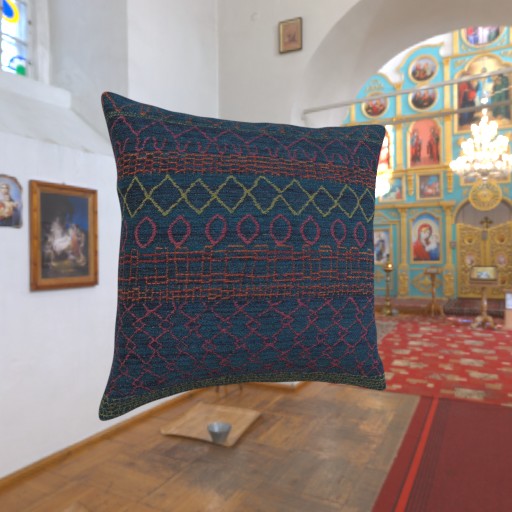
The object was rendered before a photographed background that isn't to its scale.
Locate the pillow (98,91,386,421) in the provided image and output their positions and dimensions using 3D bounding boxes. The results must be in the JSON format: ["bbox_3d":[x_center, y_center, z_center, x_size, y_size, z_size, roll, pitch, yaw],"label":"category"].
[{"bbox_3d":[0.000,0.000,0.645,0.431,0.431,0.141,0,0,-17],"label":"pillow"}]
